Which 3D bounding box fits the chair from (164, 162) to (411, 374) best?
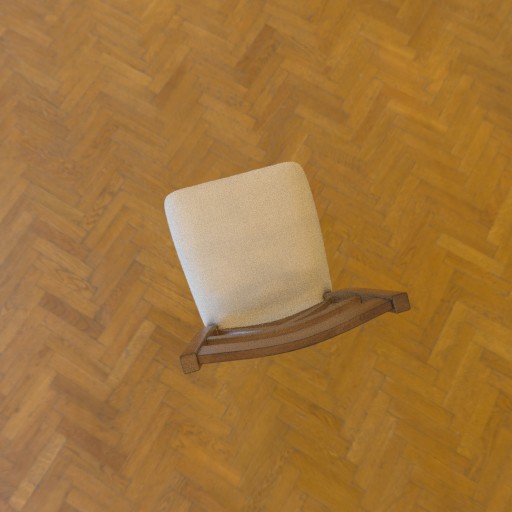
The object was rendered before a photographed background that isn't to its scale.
[{"bbox_3d":[0.000,0.000,1.279,0.461,0.949,0.581,-15,76,-4],"label":"chair"}]
